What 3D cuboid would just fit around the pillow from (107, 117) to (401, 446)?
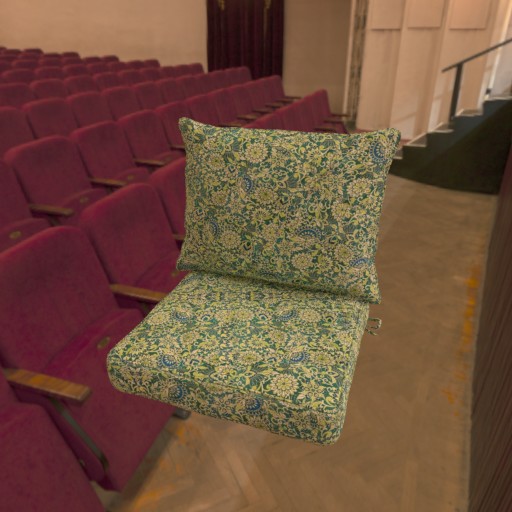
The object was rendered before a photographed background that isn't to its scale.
[{"bbox_3d":[0.000,0.000,1.383,0.798,0.722,0.740,9,28,17],"label":"pillow"}]
